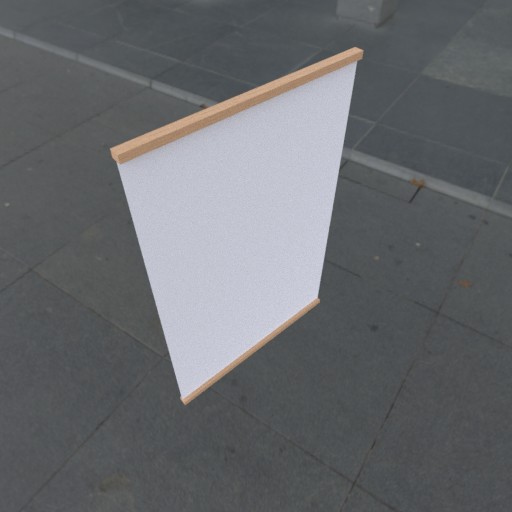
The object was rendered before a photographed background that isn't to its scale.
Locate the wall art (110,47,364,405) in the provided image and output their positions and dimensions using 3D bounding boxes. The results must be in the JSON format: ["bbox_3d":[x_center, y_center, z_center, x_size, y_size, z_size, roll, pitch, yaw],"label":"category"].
[{"bbox_3d":[0.000,0.000,0.785,0.401,0.611,0.016,-33,55,-26],"label":"wall art"}]
